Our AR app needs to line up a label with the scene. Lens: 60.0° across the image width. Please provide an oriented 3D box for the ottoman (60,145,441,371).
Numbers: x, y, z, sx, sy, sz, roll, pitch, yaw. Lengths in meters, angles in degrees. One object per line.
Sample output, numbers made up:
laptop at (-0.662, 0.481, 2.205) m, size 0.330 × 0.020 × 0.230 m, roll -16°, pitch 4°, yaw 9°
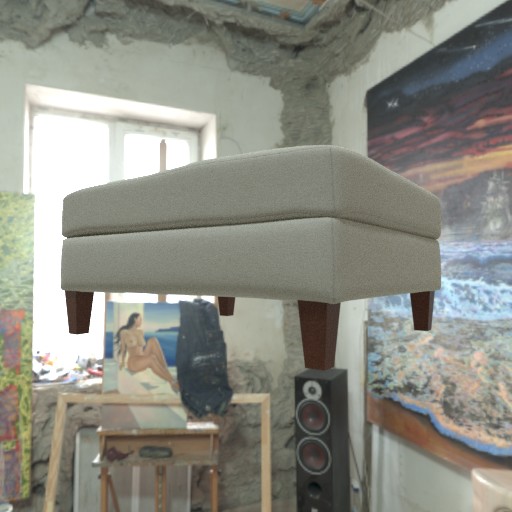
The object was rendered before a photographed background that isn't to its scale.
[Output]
ottoman at (0.000, 0.000, 1.447) m, size 0.976 × 0.492 × 0.836 m, roll -2°, pitch -3°, yaw 36°
